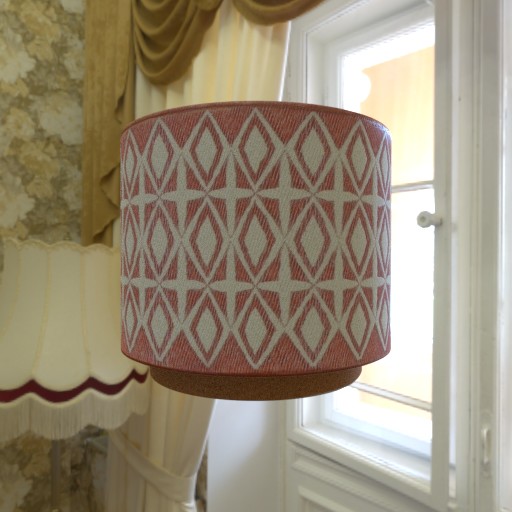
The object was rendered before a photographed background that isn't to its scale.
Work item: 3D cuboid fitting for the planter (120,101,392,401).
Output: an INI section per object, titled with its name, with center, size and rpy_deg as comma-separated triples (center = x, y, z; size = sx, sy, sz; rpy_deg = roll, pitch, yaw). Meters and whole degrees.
[planter]
center = 0.000, 0.000, 0.468
size = 0.273, 0.237, 0.273
rpy_deg = 0, 0, 0
